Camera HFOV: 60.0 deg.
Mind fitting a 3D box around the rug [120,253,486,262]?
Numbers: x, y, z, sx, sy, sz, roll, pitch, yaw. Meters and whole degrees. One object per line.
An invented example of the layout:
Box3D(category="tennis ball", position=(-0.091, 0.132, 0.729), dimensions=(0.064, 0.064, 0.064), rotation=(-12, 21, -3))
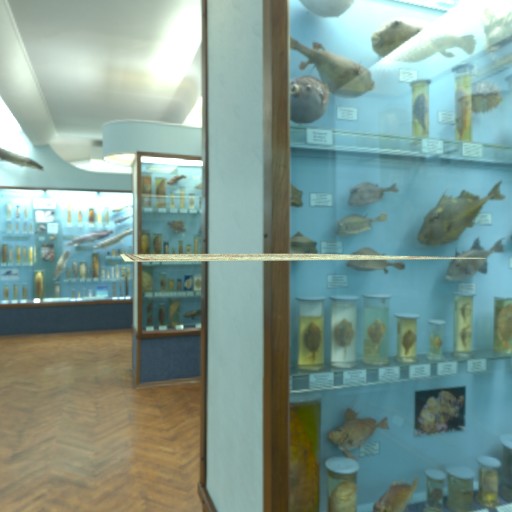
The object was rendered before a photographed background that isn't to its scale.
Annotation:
Box3D(category="rug", position=(0.000, 0.000, 4.227), dimensions=(2.454, 0.005, 3.067), rotation=(0, 1, -17))
